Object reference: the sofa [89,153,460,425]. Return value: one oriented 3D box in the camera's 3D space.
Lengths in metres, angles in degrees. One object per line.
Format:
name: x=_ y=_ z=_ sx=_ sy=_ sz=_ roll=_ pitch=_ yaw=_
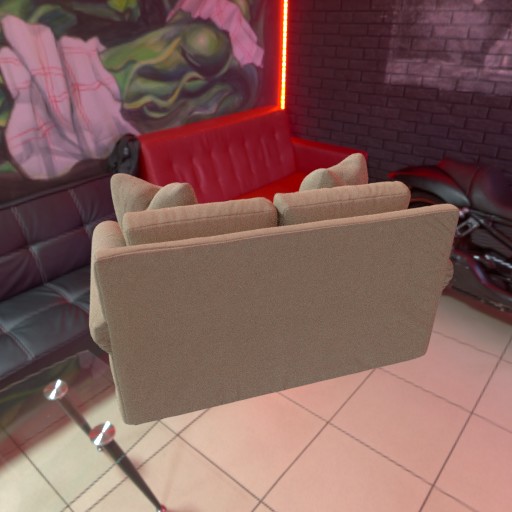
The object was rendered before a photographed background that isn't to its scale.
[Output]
sofa: x=0.000 y=0.000 z=2.214 sx=1.550 sy=0.905 sz=1.070 roll=-9 pitch=30 yaw=-15
